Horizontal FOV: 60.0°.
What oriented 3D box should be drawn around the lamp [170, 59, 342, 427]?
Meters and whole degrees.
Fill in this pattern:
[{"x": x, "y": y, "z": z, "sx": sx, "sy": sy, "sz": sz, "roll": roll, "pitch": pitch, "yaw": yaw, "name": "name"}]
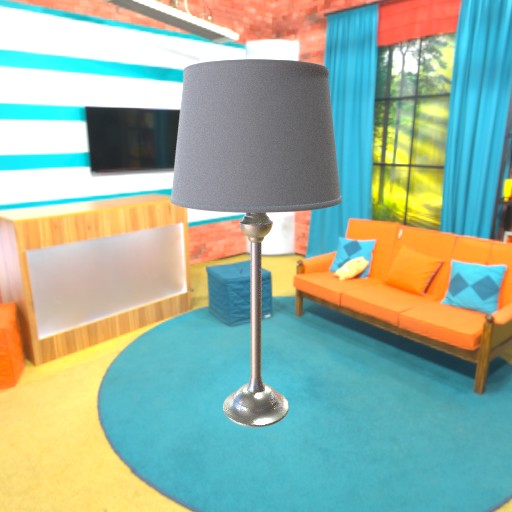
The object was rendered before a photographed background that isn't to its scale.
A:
[{"x": 0.000, "y": 0.000, "z": 0.899, "sx": 0.331, "sy": 0.698, "sz": 0.331, "roll": 0, "pitch": 15, "yaw": 0, "name": "lamp"}]
